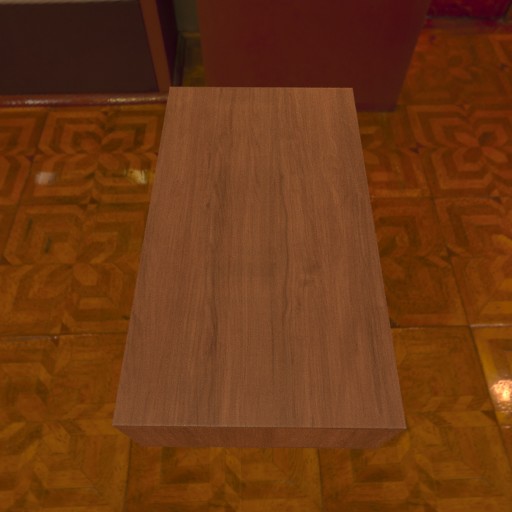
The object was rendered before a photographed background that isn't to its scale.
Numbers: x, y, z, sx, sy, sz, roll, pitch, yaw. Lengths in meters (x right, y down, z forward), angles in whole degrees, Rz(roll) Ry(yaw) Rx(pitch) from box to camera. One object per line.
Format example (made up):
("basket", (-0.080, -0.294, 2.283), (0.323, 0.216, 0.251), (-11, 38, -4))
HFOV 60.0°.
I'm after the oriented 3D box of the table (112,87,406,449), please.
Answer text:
("table", (0.000, 0.000, 1.299), (0.600, 0.380, 1.020), (0, 58, 0))
